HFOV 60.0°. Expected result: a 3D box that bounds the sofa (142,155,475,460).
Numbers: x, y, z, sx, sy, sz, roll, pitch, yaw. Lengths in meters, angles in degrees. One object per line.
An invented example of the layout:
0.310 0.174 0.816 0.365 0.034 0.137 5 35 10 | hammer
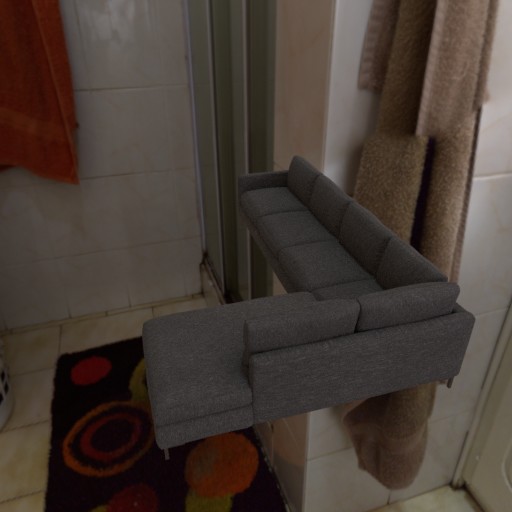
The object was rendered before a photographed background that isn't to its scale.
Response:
0.000 0.000 3.783 2.007 0.815 2.949 -8 31 -14 | sofa
